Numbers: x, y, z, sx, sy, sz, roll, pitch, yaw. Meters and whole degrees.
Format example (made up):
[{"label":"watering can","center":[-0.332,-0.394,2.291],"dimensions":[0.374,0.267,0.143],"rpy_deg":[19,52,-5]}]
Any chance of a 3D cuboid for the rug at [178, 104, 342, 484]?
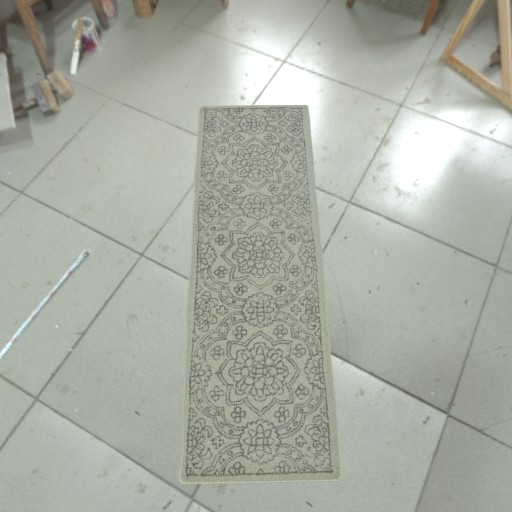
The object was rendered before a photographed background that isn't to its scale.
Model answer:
[{"label":"rug","center":[0.000,0.000,2.666],"dimensions":[0.806,0.006,2.431],"rpy_deg":[-1,64,0]}]
